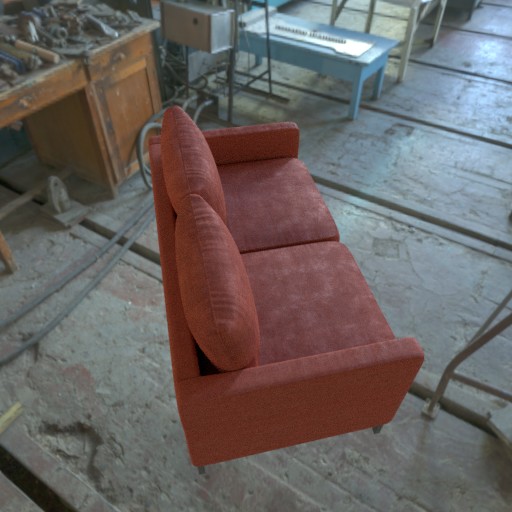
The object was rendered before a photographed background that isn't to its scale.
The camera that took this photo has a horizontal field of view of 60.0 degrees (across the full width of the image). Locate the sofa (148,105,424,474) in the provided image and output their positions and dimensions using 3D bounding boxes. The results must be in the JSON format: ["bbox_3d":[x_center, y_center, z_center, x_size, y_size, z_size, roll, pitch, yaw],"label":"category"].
[{"bbox_3d":[0.000,0.000,2.091,0.864,0.896,1.574,-9,46,-9],"label":"sofa"}]
